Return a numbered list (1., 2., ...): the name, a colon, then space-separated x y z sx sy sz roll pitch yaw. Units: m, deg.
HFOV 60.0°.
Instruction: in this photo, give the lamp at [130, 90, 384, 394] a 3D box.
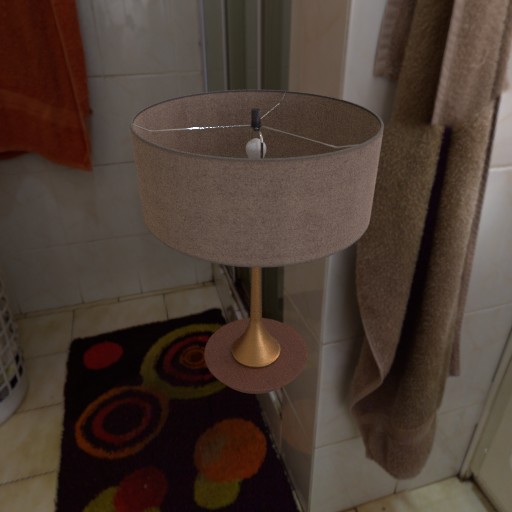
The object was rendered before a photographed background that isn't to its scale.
1. lamp: 0.000 0.000 0.854 0.396 0.551 0.417 -8 32 -12
